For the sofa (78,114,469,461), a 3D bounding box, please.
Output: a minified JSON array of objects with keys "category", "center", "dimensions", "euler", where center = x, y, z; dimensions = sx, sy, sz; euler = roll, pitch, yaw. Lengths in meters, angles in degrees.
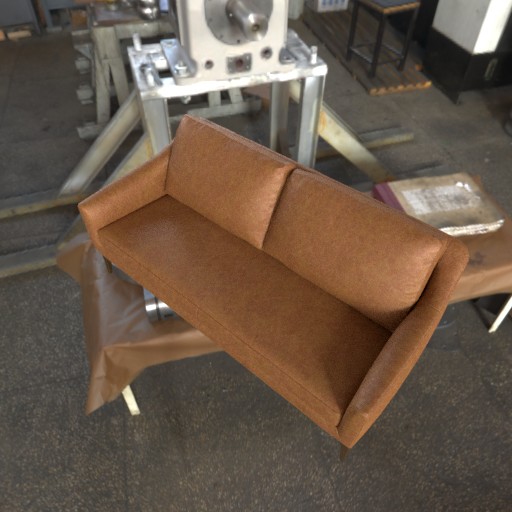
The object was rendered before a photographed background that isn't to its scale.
[{"category":"sofa","center":[0.000,0.000,2.553],"dimensions":[2.036,0.945,0.981],"euler":[32,54,27]}]
